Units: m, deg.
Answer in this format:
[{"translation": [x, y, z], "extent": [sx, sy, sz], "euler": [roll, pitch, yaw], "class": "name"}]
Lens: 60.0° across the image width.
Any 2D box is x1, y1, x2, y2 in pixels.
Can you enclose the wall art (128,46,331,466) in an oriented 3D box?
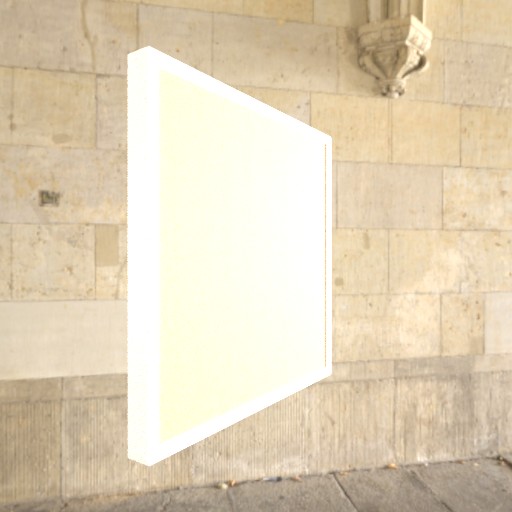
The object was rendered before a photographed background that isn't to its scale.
[{"translation": [0.000, 0.000, 0.752], "extent": [0.038, 0.508, 0.508], "euler": [0, 0, 35], "class": "wall art"}]
